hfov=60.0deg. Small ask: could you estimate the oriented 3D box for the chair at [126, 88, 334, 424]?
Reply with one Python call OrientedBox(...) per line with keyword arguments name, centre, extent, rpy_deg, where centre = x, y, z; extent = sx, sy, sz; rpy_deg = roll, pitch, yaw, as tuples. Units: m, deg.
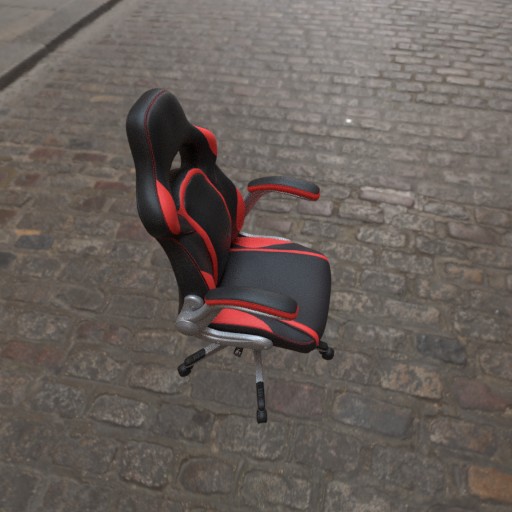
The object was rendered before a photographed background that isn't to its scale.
OrientedBox(name="chair", centre=(0.000, 0.000, 1.631), extent=(0.712, 1.165, 0.758), rpy_deg=(9, 47, 8))
